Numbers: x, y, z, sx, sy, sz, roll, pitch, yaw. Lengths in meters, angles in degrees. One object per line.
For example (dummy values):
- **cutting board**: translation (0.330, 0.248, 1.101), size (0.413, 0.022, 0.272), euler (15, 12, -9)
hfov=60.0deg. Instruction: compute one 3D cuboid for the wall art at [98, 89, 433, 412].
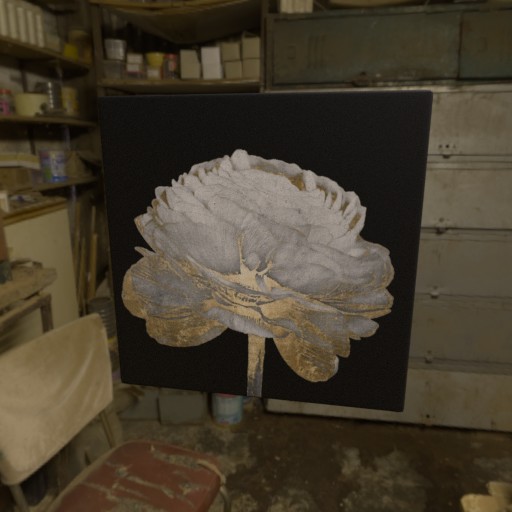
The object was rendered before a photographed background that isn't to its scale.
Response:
- **wall art**: translation (0.000, 0.000, 0.887), size (0.610, 0.611, 0.043), euler (3, 14, 10)
